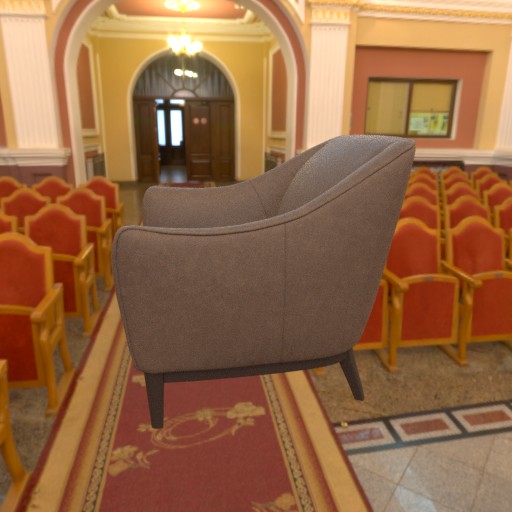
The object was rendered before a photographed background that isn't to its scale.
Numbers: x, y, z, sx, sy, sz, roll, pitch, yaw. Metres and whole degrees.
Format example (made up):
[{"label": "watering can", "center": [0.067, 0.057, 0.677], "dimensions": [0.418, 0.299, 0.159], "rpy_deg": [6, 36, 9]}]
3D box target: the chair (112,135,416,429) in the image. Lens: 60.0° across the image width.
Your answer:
[{"label": "chair", "center": [0.000, 0.000, 1.576], "dimensions": [0.852, 0.830, 0.871], "rpy_deg": [-2, 16, -8]}]
